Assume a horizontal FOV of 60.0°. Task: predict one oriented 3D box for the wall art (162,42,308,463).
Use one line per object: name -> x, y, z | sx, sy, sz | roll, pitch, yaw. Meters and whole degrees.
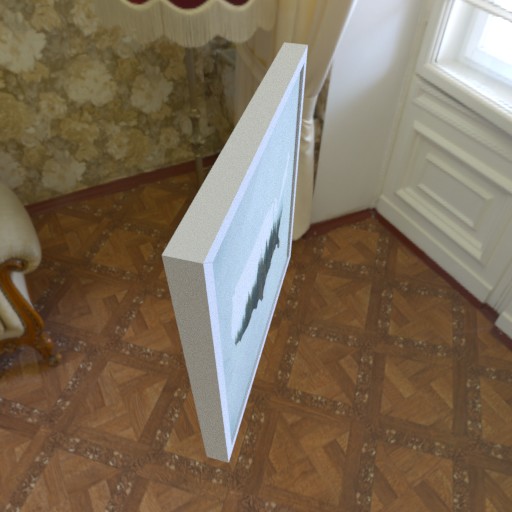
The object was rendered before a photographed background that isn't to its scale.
wall art -> 0.000, 0.000, 0.450 | 0.024, 0.304, 0.304 | 11, 48, 10
